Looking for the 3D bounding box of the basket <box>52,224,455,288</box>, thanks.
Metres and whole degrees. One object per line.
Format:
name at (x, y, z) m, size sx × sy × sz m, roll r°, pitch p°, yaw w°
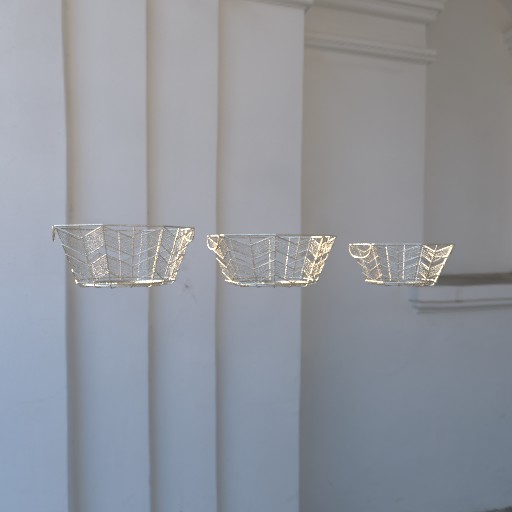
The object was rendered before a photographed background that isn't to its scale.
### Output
basket at (0.000, 0.000, 1.389) m, size 1.246 × 0.178 × 0.432 m, roll 0°, pitch 1°, yaw 0°
